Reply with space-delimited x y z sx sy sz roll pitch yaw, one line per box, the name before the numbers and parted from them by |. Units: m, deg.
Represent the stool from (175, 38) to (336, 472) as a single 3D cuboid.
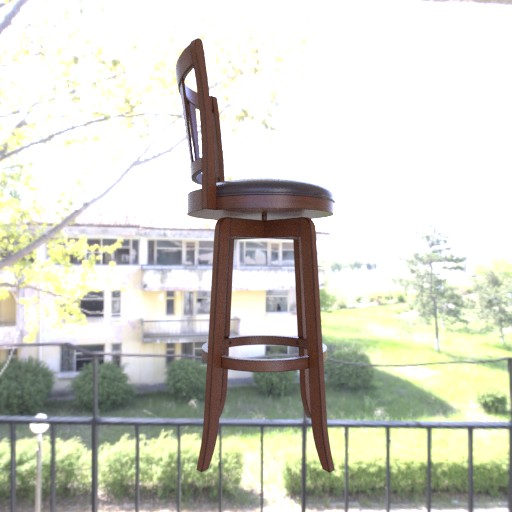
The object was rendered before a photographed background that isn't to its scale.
stool | 0.000 0.000 1.419 0.503 1.177 0.464 0 0 0
